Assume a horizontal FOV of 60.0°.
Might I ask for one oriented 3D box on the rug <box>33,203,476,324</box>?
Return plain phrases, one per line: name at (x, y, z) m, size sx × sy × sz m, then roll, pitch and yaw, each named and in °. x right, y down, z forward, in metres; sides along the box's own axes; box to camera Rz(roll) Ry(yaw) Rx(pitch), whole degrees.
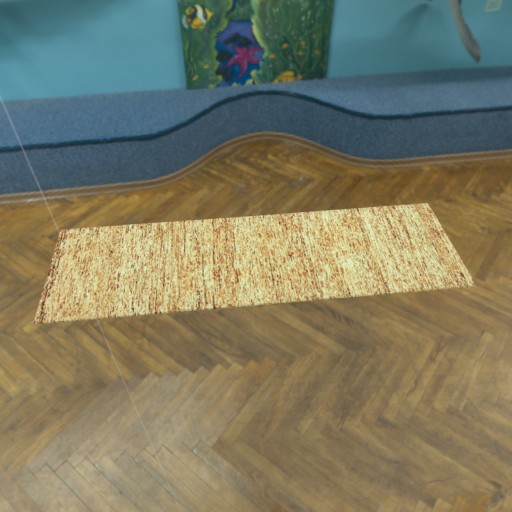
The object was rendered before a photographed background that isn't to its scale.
rug at (0.000, 0.000, 2.457) m, size 2.237 × 0.014 × 0.680 m, roll -4°, pitch 46°, yaw -4°
